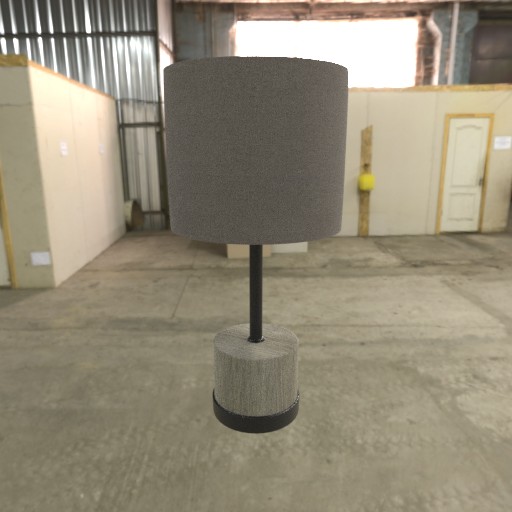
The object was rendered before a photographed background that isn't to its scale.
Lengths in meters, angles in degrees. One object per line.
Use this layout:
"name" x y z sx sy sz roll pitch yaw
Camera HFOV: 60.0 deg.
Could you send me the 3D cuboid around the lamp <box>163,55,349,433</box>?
"lamp" 0.000 0.000 0.610 0.229 0.470 0.229 7 16 26
